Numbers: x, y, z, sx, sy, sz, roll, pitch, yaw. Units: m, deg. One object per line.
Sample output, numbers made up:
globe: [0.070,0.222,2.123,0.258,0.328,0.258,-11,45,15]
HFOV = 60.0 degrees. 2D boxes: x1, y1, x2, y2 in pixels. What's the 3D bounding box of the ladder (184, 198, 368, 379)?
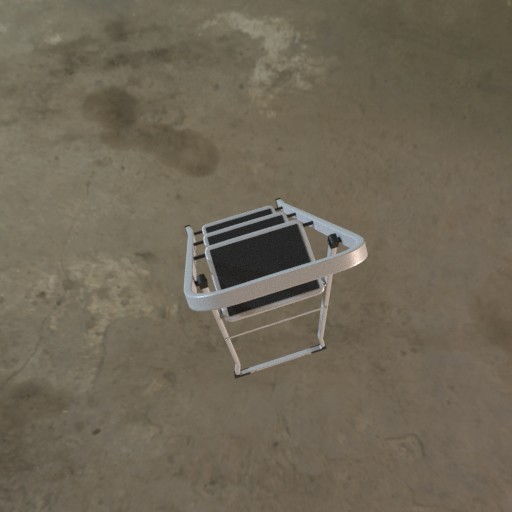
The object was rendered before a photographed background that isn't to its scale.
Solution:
ladder: [0.000,0.000,1.445,0.460,1.050,0.711,-17,77,-4]
